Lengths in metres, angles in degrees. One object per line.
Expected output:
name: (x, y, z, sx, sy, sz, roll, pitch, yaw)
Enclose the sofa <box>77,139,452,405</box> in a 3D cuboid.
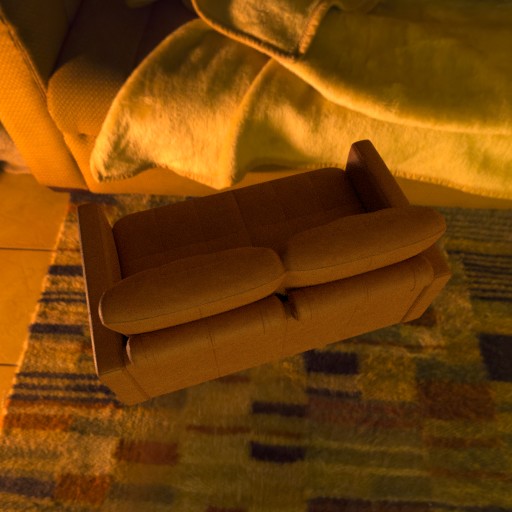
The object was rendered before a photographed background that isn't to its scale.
sofa: (0.000, 0.000, 1.961, 1.430, 0.898, 0.868, -15, 60, -9)
